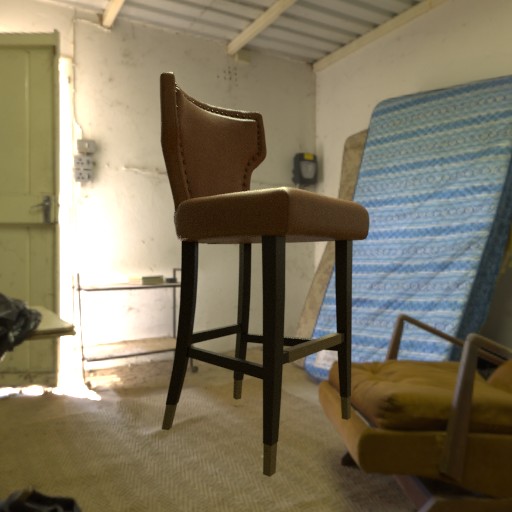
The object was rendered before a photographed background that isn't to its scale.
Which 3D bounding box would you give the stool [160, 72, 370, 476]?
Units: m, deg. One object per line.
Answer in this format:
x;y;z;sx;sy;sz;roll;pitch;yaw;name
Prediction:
0.000;0.000;1.415;0.563;1.092;0.526;0;0;36;stool
